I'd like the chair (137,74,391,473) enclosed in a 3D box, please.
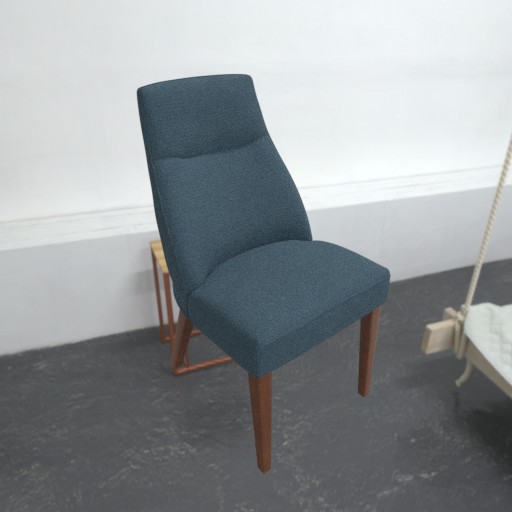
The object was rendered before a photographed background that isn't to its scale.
[{"bbox_3d":[0.000,0.000,1.303,0.500,0.930,0.620,-22,37,-33],"label":"chair"}]
